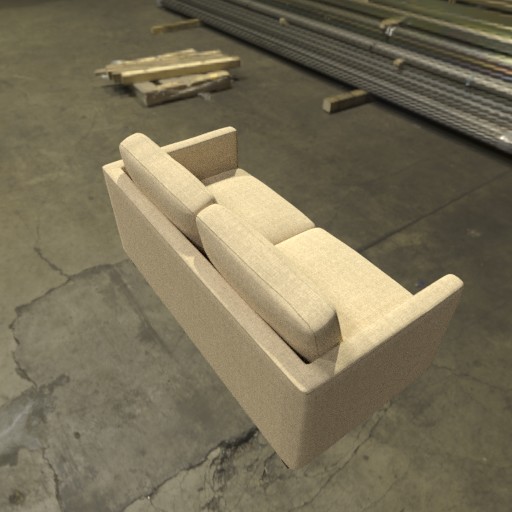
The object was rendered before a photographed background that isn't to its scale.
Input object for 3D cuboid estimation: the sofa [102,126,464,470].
[{"bbox_3d":[0.000,0.000,2.442,0.950,0.963,1.884,-26,48,-26],"label":"sofa"}]
